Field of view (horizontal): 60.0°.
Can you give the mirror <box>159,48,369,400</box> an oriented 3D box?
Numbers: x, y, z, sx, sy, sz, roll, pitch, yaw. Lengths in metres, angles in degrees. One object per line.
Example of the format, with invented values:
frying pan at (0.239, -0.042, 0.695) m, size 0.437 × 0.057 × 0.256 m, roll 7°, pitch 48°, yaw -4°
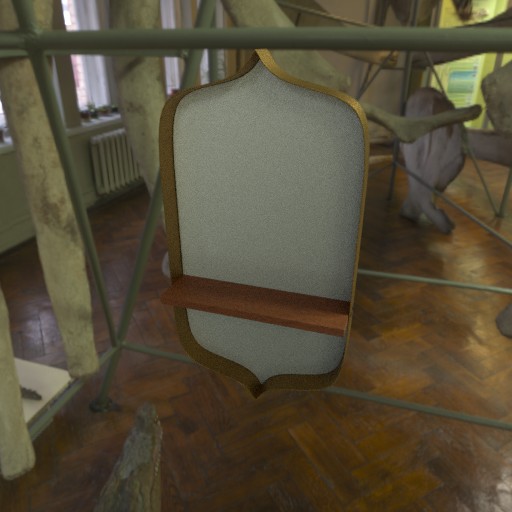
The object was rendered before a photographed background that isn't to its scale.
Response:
mirror at (0.000, 0.000, 0.725) m, size 0.323 × 0.613 × 0.096 m, roll 8°, pitch 27°, yaw 16°
